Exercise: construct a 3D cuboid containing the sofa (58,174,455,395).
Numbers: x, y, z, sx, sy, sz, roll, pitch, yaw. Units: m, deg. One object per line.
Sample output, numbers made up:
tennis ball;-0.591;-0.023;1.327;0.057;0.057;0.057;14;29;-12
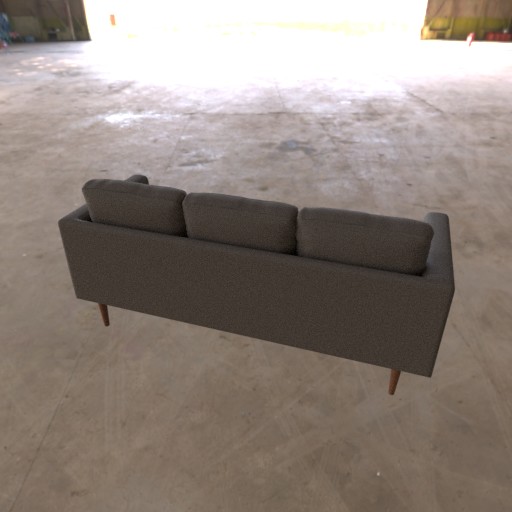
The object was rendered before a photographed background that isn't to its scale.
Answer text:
sofa;0.000;0.000;2.567;2.029;0.912;0.802;10;32;16
